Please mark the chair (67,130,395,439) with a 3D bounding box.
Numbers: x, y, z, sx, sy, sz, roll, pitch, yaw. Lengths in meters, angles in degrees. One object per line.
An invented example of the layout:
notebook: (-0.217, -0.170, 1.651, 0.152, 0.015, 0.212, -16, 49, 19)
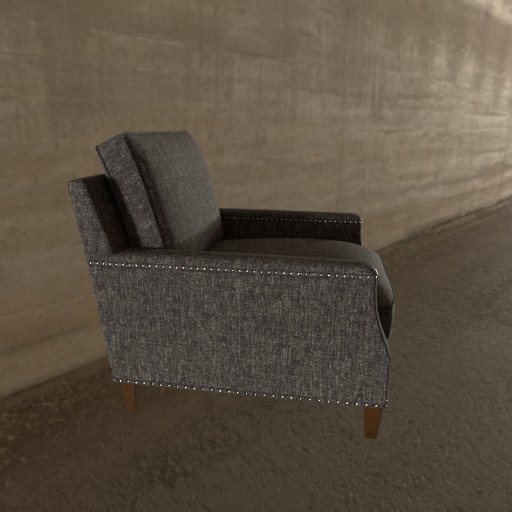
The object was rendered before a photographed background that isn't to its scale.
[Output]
chair: (0.000, 0.000, 1.733, 1.014, 0.943, 0.853, 3, 17, 9)
